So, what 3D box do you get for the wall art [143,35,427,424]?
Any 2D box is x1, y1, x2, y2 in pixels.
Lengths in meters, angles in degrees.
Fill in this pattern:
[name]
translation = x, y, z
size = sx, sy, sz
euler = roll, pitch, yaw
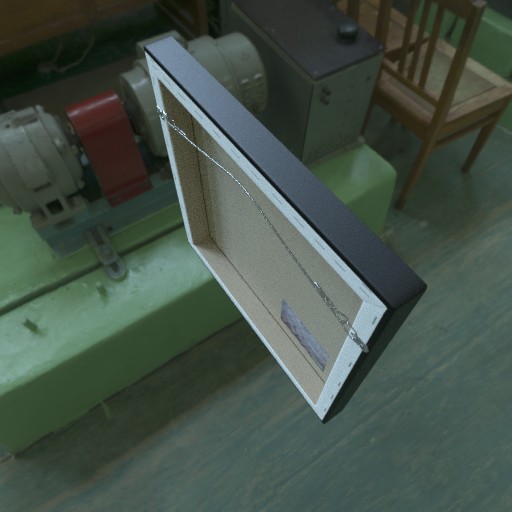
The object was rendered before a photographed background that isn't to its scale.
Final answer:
[wall art]
translation = 0.000, 0.000, 0.594
size = 0.041, 0.407, 0.406
euler = -31, 63, -18
